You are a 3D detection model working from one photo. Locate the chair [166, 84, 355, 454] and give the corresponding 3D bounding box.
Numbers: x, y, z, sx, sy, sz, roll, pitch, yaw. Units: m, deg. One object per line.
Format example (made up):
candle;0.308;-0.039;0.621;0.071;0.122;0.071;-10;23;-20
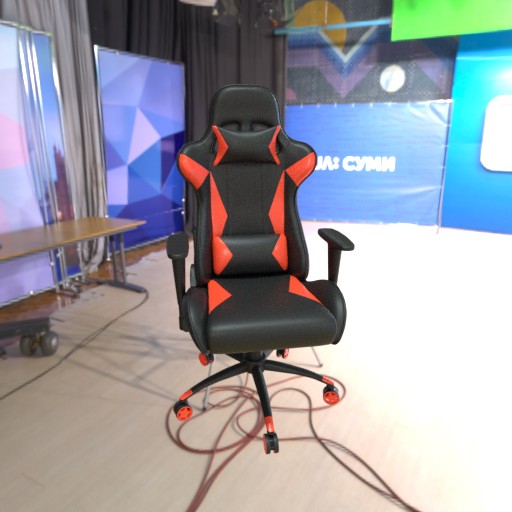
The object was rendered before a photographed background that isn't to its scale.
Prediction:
chair;0.000;0.000;1.717;0.695;1.282;0.730;-3;17;-9
